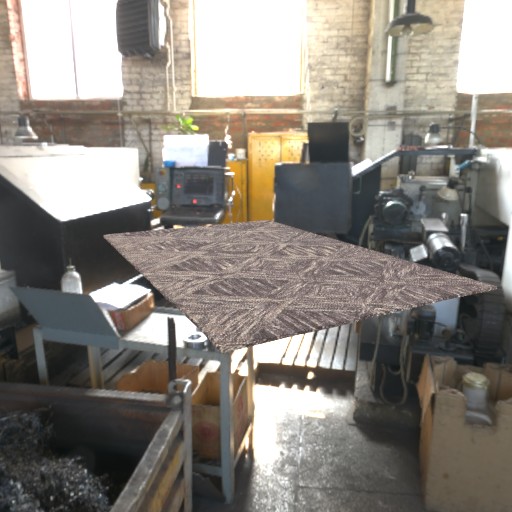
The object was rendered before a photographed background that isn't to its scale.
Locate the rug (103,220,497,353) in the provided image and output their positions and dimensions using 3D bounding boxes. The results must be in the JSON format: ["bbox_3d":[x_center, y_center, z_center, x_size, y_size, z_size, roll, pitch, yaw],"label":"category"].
[{"bbox_3d":[0.000,0.000,2.245,1.186,0.012,1.814,-8,16,-27],"label":"rug"}]
